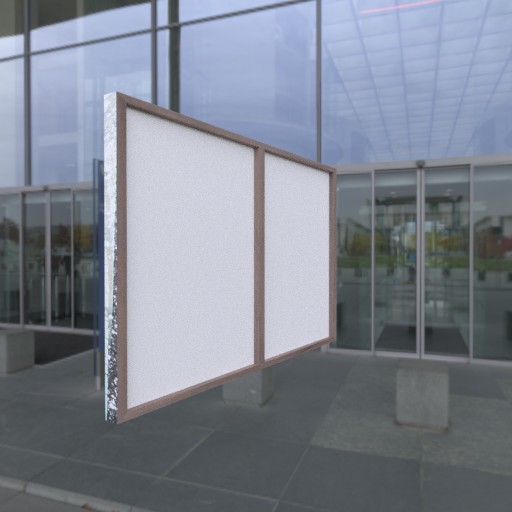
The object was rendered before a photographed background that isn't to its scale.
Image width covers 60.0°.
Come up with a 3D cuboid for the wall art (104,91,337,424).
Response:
[{"bbox_3d":[0.000,0.000,1.181,0.038,0.598,0.919,0,1,35],"label":"wall art"}]
